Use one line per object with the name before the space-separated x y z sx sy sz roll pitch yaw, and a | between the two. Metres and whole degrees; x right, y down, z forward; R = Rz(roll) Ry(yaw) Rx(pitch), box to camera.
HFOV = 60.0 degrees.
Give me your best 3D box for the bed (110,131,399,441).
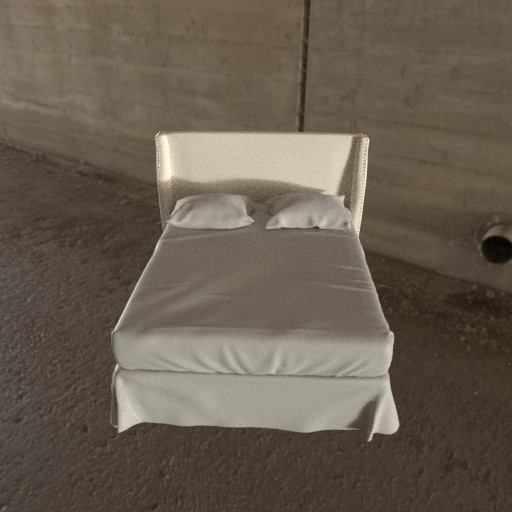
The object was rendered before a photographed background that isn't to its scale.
bed | 0.000 0.000 3.396 1.925 1.332 2.276 1 30 2
